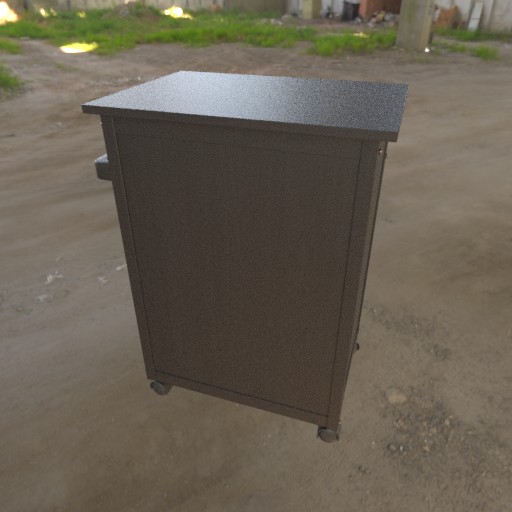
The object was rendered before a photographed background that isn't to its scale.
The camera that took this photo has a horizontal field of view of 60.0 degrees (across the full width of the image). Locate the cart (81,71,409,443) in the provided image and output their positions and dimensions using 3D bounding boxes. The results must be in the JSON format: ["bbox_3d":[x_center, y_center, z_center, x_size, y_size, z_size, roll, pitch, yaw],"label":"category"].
[{"bbox_3d":[0.000,0.000,1.249,0.660,0.879,0.456,10,33,16],"label":"cart"}]
